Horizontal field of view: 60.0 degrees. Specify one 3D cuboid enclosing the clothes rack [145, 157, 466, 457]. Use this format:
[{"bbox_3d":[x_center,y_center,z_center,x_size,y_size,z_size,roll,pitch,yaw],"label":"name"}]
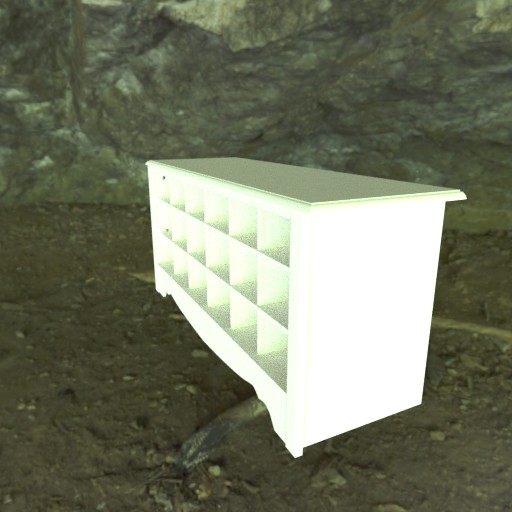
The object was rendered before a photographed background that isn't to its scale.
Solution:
[{"bbox_3d":[0.000,0.000,1.467,0.405,0.558,1.218,-8,18,-26],"label":"clothes rack"}]
